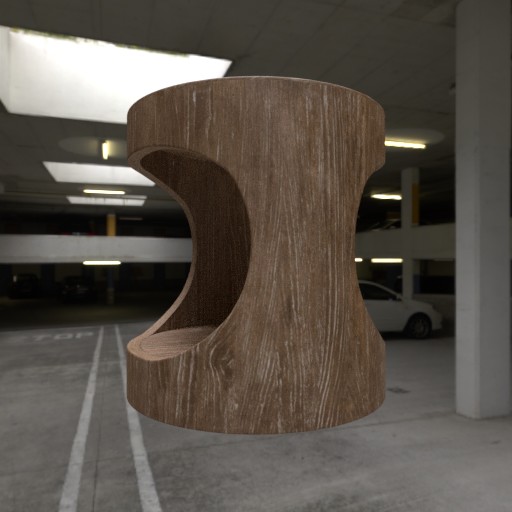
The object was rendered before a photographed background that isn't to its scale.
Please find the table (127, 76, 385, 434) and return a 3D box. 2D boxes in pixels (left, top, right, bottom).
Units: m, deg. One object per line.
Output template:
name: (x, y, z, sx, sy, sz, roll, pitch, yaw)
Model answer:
table: (0.000, 0.000, 0.942, 0.527, 0.551, 0.527, 0, 0, 0)
